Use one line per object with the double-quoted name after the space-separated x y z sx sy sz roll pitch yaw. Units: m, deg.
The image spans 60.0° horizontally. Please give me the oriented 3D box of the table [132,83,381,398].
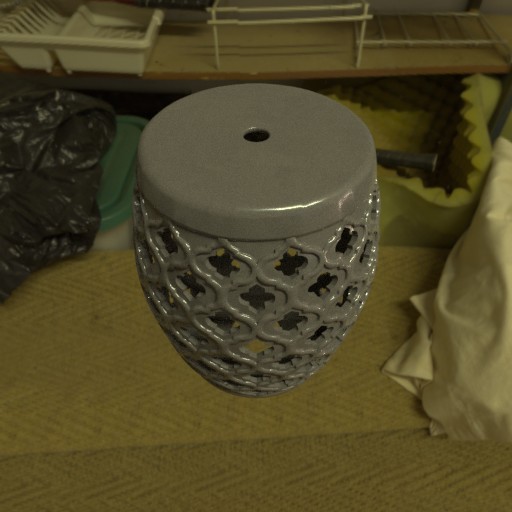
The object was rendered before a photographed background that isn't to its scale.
0.000 0.000 0.628 0.325 0.388 0.325 0 46 0 "table"
